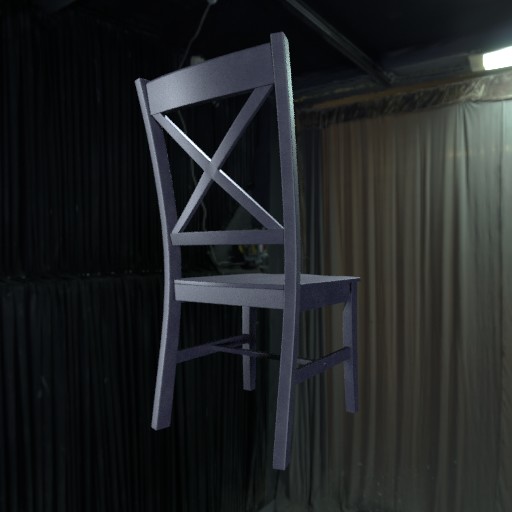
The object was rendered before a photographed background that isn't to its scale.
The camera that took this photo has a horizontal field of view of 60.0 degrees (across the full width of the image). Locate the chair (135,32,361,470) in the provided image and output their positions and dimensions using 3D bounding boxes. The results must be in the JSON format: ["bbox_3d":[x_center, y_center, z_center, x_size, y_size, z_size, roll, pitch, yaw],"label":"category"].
[{"bbox_3d":[0.000,0.000,1.311,0.485,0.983,0.542,0,0,35],"label":"chair"}]
